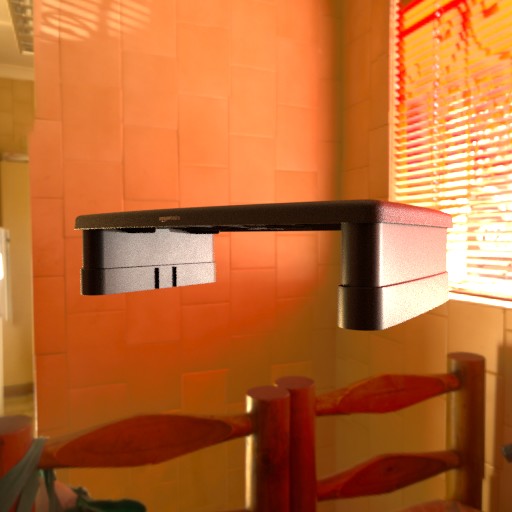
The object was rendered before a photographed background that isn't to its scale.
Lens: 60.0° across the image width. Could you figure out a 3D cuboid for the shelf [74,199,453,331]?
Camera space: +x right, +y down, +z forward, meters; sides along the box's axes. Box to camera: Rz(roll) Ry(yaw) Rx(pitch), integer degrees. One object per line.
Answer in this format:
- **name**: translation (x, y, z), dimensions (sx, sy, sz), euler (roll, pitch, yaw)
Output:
- **shelf**: translation (0.000, 0.000, 0.535), dimensions (0.410, 0.100, 0.280), euler (2, 3, 36)
